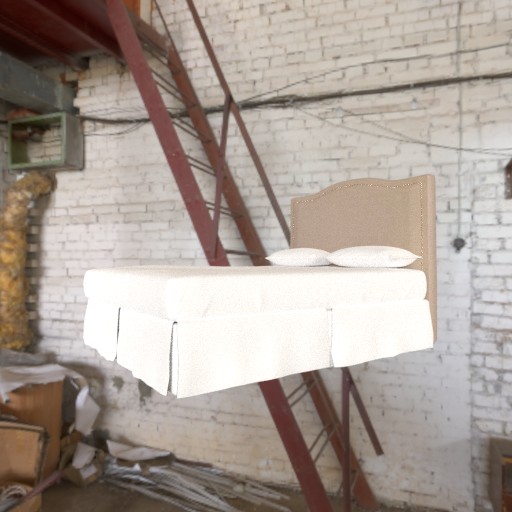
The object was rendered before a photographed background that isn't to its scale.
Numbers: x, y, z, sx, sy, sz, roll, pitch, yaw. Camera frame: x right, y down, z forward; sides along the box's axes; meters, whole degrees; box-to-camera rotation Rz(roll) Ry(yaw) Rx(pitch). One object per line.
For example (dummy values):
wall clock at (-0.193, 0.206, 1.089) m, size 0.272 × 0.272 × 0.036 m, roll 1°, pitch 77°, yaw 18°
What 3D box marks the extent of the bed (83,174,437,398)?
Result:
bed at (0.000, 0.000, 3.530) m, size 2.282 × 1.436 × 1.821 m, roll 0°, pitch -1°, yaw -35°
